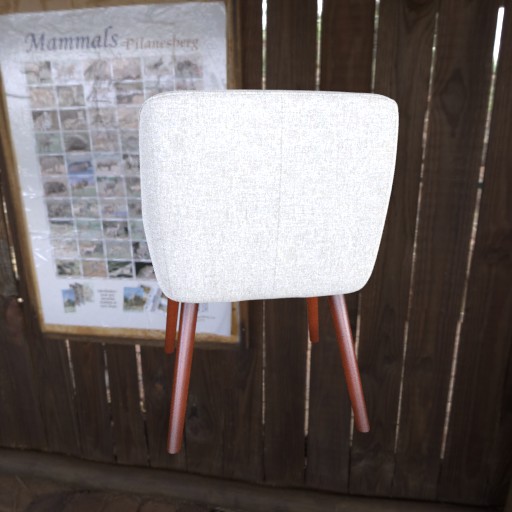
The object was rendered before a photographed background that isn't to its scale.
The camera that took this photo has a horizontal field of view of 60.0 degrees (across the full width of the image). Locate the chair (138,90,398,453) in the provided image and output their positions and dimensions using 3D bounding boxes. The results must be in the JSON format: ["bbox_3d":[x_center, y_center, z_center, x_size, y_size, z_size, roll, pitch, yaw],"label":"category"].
[{"bbox_3d":[0.000,0.000,1.228,0.610,0.813,0.610,-2,15,-9],"label":"chair"}]
